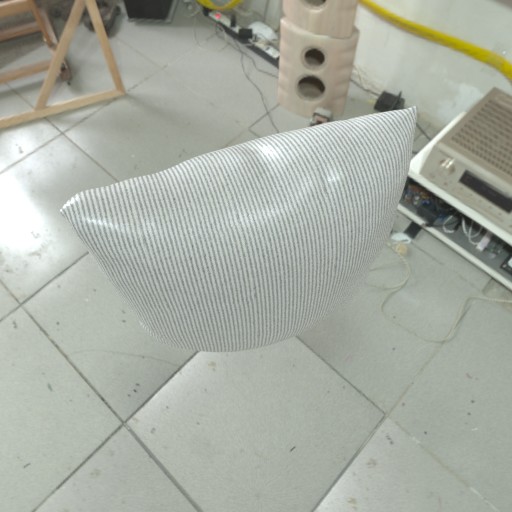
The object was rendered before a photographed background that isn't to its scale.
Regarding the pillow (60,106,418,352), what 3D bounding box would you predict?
[{"bbox_3d":[0.000,0.000,0.690,0.387,0.432,0.310,12,62,7],"label":"pillow"}]
